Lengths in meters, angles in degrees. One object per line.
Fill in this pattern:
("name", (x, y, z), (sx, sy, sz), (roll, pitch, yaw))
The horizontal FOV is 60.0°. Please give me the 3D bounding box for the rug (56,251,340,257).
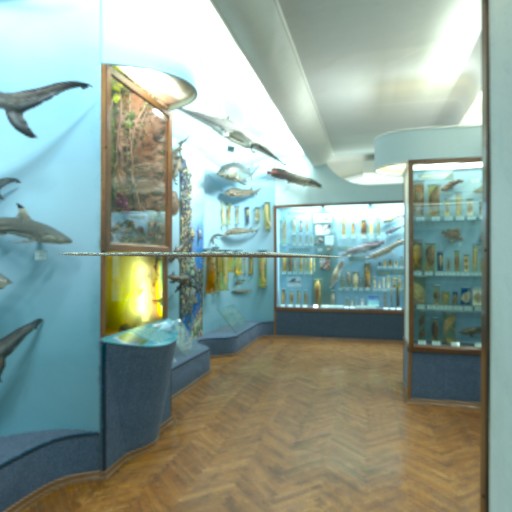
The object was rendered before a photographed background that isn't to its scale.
("rug", (0.000, 0.000, 2.642), (0.774, 0.011, 2.449), (0, 0, 17))
